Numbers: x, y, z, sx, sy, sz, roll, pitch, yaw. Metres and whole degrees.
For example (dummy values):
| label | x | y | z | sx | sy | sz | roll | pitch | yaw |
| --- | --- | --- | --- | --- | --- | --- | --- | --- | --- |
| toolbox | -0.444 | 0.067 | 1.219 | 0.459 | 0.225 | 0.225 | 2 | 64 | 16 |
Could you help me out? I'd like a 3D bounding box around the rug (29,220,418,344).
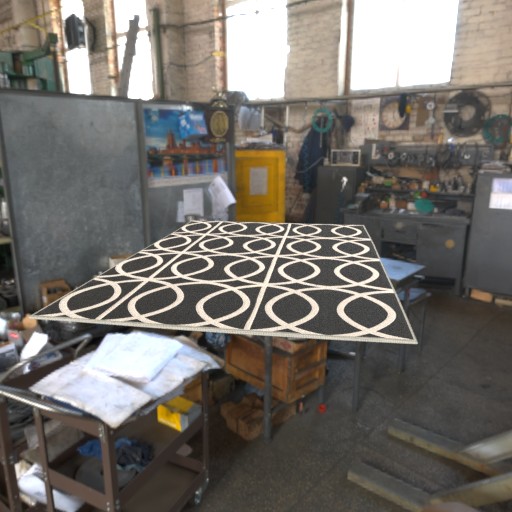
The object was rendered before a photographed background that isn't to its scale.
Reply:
| label | x | y | z | sx | sy | sz | roll | pitch | yaw |
| --- | --- | --- | --- | --- | --- | --- | --- | --- | --- |
| rug | 0.000 | 0.000 | 2.774 | 1.528 | 0.014 | 2.294 | 2 | 15 | 8 |
